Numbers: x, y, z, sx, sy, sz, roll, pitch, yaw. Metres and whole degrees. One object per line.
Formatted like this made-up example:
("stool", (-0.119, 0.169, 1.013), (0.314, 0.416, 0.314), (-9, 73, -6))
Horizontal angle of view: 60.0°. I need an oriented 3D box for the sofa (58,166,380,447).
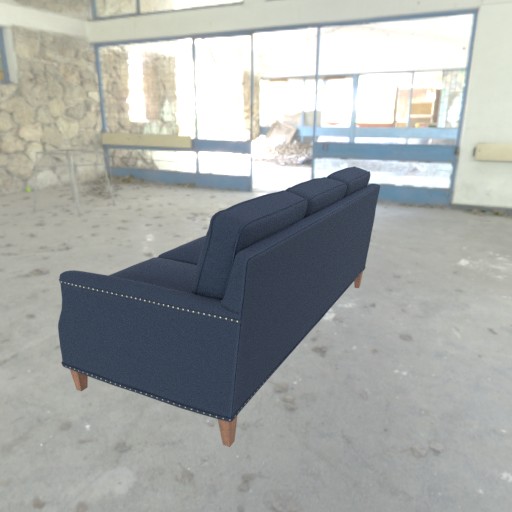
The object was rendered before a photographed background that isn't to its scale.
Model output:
("sofa", (0.000, 0.000, 2.844), (1.084, 1.003, 2.246), (9, 19, 26))
